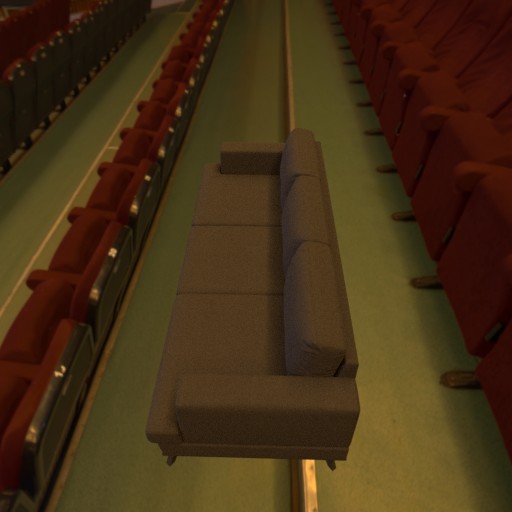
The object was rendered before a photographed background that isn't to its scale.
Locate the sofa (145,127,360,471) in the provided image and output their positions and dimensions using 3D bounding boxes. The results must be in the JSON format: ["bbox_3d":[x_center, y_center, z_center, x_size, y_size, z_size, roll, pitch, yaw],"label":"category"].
[{"bbox_3d":[0.000,0.000,2.759,0.920,0.810,2.310,1,42,1],"label":"sofa"}]
